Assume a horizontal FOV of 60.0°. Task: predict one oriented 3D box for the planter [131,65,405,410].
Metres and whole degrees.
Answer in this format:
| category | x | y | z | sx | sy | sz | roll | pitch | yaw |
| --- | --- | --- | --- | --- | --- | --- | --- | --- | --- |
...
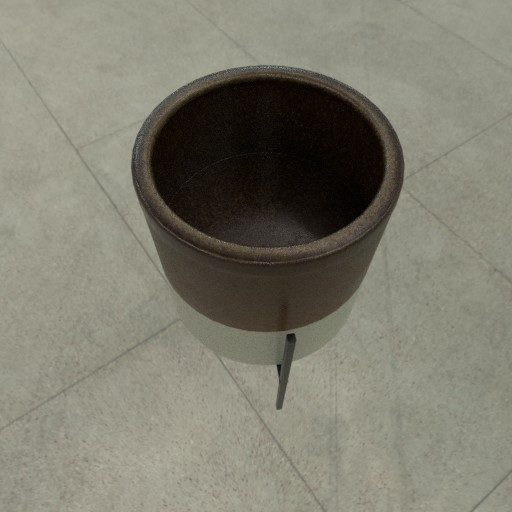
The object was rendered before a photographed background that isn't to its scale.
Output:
| category | x | y | z | sx | sy | sz | roll | pitch | yaw |
| --- | --- | --- | --- | --- | --- | --- | --- | --- | --- |
| planter | 0.000 | 0.000 | 0.559 | 0.269 | 0.375 | 0.255 | 16 | 60 | 10 |
